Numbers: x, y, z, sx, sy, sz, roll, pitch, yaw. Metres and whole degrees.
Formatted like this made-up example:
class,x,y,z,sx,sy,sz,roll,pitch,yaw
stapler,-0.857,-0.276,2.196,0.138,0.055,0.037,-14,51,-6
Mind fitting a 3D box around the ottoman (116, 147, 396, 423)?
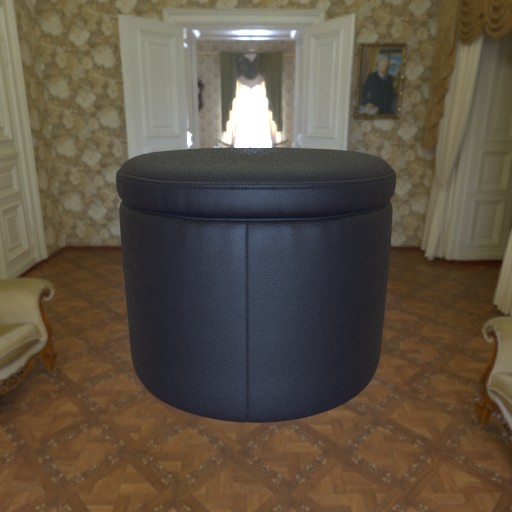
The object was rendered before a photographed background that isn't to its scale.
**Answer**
class,x,y,z,sx,sy,sz,roll,pitch,yaw
ottoman,0.000,0.000,0.870,0.501,0.409,0.501,0,16,0
